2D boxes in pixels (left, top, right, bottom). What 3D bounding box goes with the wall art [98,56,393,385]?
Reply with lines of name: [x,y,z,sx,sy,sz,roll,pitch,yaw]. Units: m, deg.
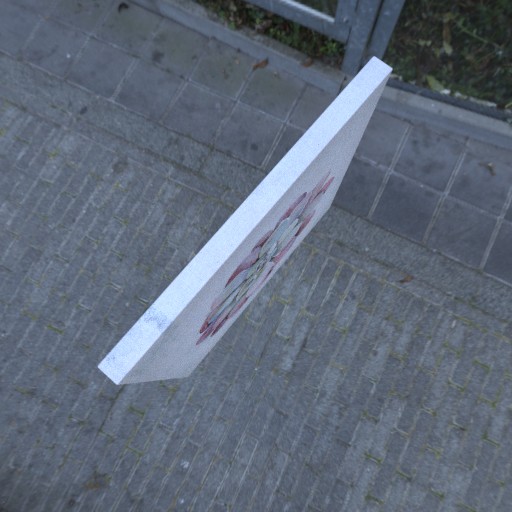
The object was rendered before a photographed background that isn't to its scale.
wall art: [0.000,0.000,0.917,0.044,0.605,0.605,39,79,9]
